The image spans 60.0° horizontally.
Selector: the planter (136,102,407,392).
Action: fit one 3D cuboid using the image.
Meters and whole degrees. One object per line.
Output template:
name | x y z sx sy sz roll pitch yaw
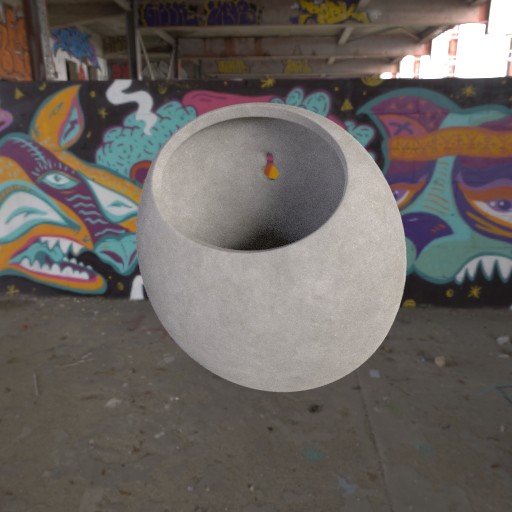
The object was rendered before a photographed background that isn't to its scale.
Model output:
planter | 0.000 0.000 0.286 0.185 0.188 0.071 6 16 23
